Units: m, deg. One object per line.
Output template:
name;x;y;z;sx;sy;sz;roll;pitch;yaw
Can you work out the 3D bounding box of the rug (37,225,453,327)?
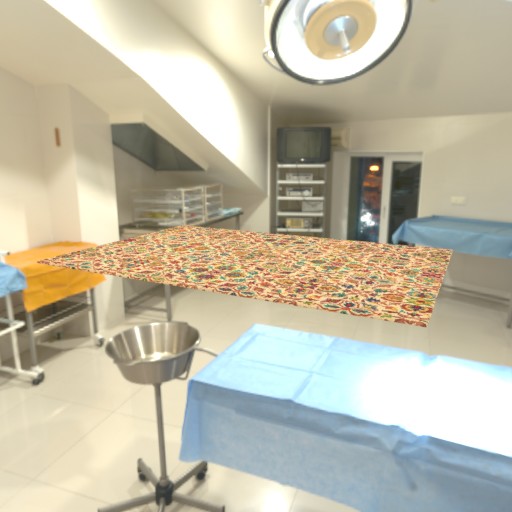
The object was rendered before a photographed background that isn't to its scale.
rug;0.000;0.000;2.338;1.838;0.013;1.226;7;15;26
